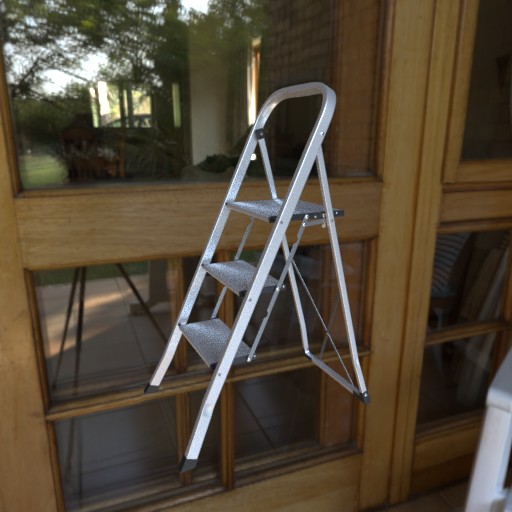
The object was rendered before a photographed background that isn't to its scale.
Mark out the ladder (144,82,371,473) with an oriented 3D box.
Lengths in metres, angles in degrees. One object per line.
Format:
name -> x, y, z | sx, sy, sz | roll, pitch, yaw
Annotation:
ladder -> 0.000, 0.000, 1.458 | 0.704, 1.070, 0.465 | -7, 17, -25
